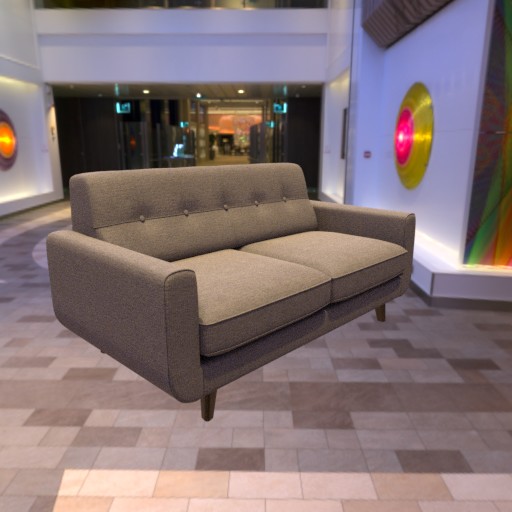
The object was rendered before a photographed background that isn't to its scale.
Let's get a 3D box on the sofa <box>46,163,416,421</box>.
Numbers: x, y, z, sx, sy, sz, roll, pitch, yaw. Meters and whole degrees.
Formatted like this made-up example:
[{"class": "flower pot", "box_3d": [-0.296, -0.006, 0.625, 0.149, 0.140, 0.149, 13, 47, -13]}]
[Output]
[{"class": "sofa", "box_3d": [0.000, 0.000, 2.155, 0.909, 0.841, 1.631, 13, 20, 42]}]
